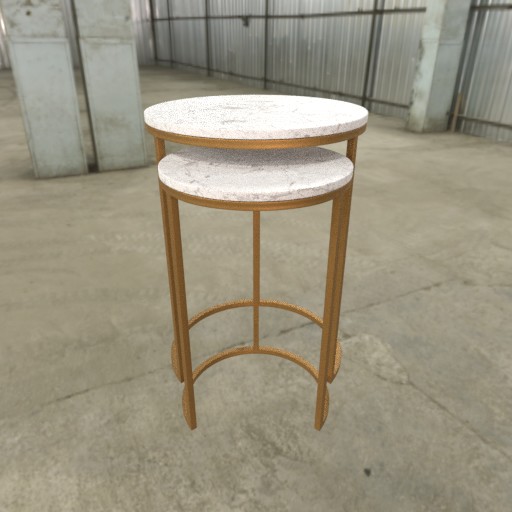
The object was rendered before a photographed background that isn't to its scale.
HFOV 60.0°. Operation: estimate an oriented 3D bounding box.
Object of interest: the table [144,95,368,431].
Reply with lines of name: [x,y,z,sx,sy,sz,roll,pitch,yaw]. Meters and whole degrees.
table: [0.000,0.000,0.886,0.400,0.550,0.507,0,27,0]
